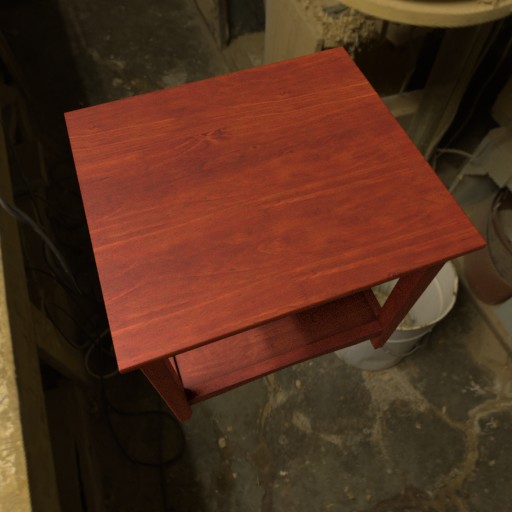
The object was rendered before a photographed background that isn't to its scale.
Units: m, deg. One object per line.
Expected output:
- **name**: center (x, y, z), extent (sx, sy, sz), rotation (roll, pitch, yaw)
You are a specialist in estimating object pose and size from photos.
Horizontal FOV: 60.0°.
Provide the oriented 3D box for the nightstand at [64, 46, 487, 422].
- **nightstand**: center (0.000, 0.000, 0.975), extent (0.558, 0.558, 0.501), rotation (-18, 62, -10)
